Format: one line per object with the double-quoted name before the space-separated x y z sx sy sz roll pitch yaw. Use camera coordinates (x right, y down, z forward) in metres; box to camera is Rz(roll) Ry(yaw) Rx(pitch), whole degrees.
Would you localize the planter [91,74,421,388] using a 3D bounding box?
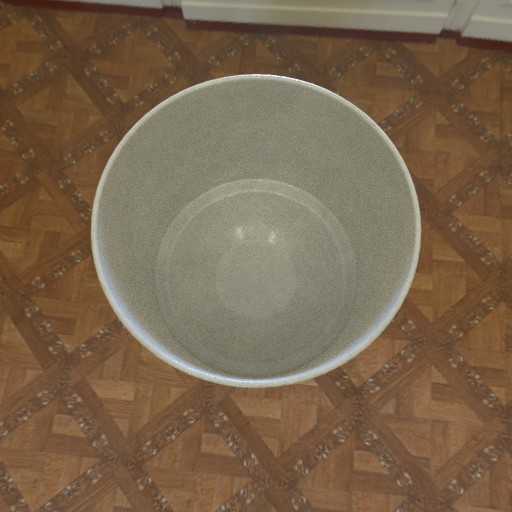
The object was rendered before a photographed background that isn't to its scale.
"planter" 0.000 0.000 0.451 0.250 0.239 0.250 0 75 0
